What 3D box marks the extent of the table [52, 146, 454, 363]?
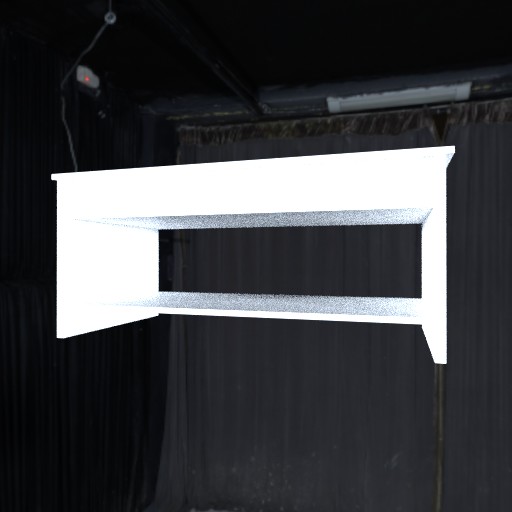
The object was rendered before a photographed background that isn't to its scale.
[{"bbox_3d":[0.000,0.000,1.283,1.000,0.441,0.500,0,0,18],"label":"table"}]
